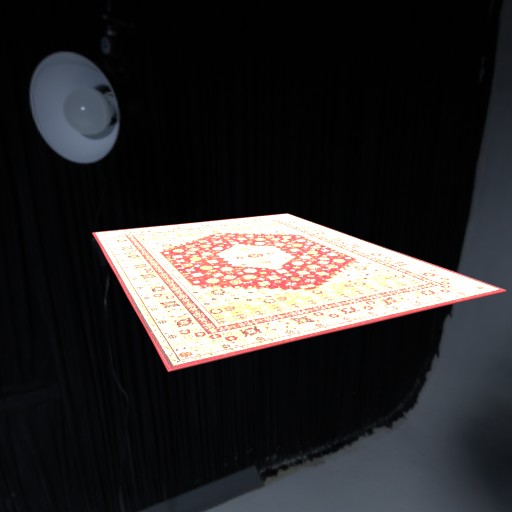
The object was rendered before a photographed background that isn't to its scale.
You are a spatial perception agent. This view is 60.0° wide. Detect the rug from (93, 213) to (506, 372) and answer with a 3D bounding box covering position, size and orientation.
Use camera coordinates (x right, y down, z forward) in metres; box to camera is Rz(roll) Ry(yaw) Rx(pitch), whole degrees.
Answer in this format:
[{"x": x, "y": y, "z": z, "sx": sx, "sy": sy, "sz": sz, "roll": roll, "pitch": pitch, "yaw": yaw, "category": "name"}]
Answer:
[{"x": 0.000, "y": 0.000, "z": 3.889, "sx": 2.387, "sy": 0.013, "sz": 3.053, "roll": -8, "pitch": 18, "yaw": -25, "category": "rug"}]
